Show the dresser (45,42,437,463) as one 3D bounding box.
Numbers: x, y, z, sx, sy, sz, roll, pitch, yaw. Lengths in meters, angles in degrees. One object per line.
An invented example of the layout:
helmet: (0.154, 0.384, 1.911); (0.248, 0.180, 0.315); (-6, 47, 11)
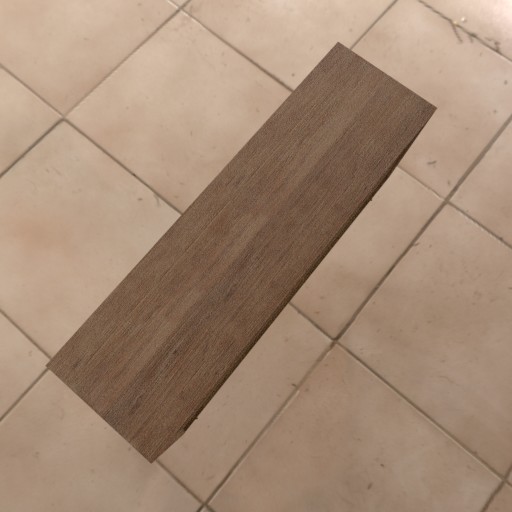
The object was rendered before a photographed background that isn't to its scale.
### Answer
dresser: (0.000, 0.000, 1.904); (0.455, 0.805, 1.554); (38, 79, 9)
